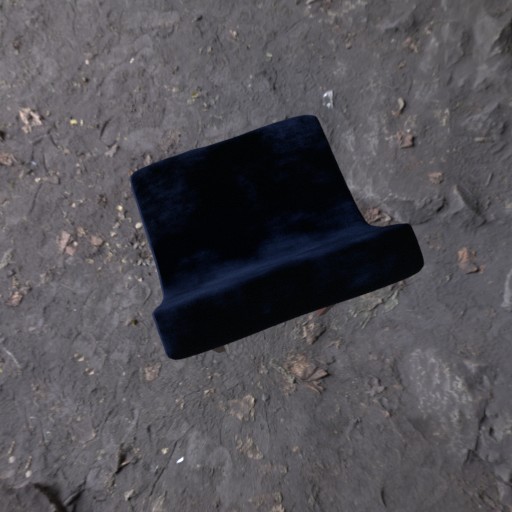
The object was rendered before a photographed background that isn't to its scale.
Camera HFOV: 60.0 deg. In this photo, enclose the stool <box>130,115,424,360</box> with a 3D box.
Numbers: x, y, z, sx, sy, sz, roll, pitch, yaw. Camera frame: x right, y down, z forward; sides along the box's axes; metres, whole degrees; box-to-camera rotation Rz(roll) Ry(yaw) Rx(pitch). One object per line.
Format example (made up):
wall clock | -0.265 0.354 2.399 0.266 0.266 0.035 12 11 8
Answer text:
stool | 0.000 0.000 1.328 0.511 1.037 0.500 -19 77 -5
